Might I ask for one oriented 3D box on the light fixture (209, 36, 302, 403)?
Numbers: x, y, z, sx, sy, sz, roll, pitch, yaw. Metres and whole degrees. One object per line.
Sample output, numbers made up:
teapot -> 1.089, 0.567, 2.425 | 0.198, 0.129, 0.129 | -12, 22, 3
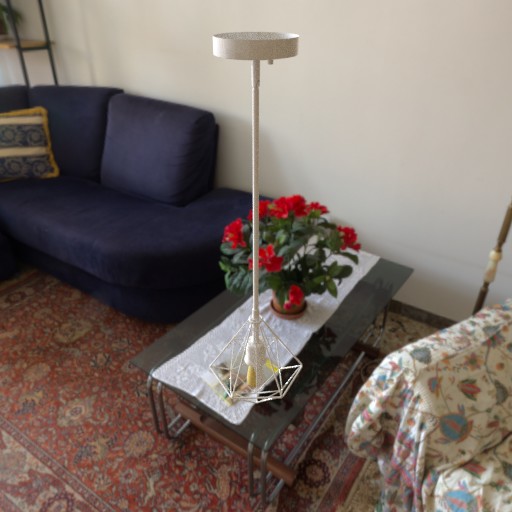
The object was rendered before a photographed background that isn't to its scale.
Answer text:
light fixture -> 0.000, 0.000, 1.974 | 0.487, 1.764, 0.431 | -1, 31, -1
